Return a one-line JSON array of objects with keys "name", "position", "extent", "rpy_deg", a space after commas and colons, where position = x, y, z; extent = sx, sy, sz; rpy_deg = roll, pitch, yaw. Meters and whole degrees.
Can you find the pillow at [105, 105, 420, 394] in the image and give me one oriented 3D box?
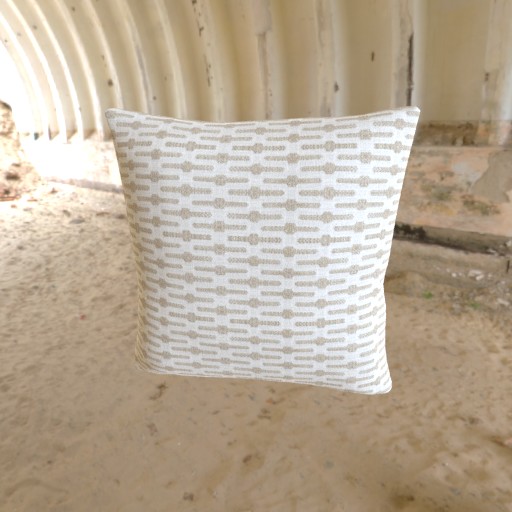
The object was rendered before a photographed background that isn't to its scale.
[{"name": "pillow", "position": [0.000, 0.000, 0.771], "extent": [0.496, 0.491, 0.219], "rpy_deg": [2, 16, 9]}]
